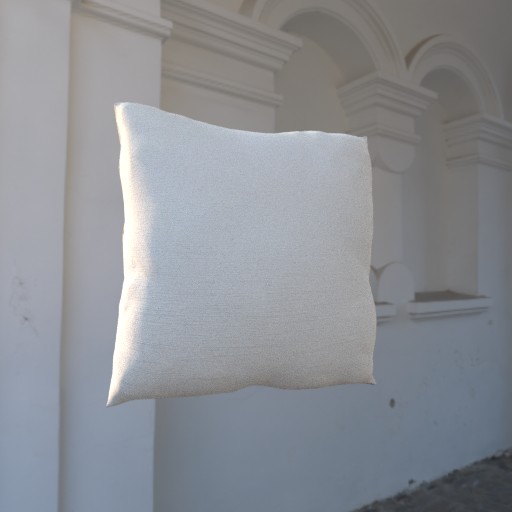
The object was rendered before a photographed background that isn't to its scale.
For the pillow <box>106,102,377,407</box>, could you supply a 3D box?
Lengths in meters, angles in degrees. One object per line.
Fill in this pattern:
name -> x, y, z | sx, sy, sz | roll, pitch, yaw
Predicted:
pillow -> 0.000, 0.000, 0.712 | 0.450, 0.448, 0.245 | 1, -2, -19
